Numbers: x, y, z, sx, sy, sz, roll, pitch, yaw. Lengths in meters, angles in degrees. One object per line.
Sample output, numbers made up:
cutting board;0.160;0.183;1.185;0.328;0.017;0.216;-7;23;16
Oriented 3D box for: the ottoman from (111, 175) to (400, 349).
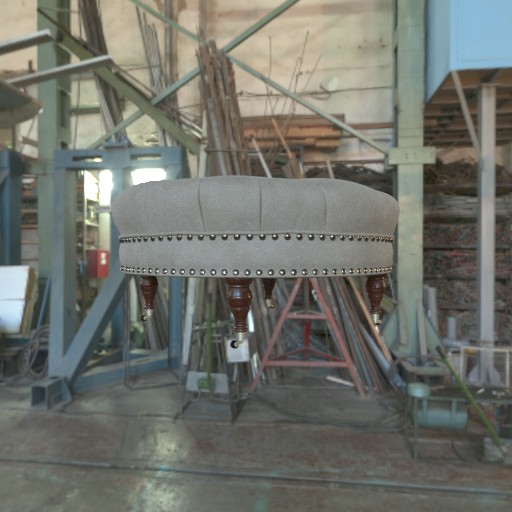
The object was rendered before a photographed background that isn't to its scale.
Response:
ottoman;0.000;0.000;1.449;0.901;0.439;0.901;0;1;0
